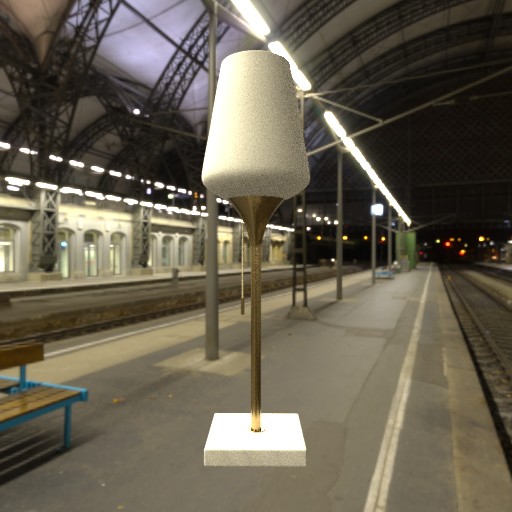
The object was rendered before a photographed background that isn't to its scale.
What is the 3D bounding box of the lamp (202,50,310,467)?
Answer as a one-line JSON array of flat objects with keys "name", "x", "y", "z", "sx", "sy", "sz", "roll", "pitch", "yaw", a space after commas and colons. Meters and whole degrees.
[{"name": "lamp", "x": 0.000, "y": 0.000, "z": 0.746, "sx": 0.181, "sy": 0.639, "sz": 0.181, "roll": 0, "pitch": 0, "yaw": 1}]
